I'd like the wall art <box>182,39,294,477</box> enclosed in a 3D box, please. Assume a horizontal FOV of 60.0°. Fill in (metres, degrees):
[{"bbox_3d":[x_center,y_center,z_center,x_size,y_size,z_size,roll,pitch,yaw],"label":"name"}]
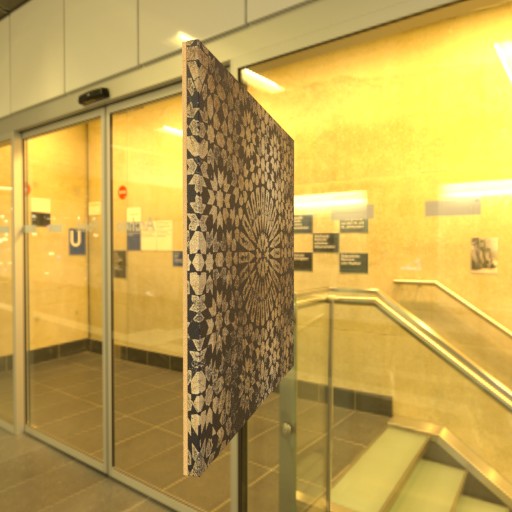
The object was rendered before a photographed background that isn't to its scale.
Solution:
[{"bbox_3d":[0.000,0.000,1.361,0.038,0.914,0.914,0,1,17],"label":"wall art"}]
